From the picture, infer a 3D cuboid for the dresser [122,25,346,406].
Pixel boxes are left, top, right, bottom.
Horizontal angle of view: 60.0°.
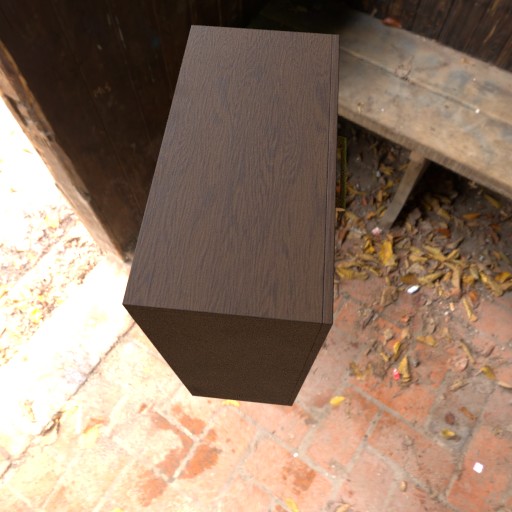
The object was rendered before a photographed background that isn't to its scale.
[{"bbox_3d":[0.000,0.000,1.797,0.516,1.320,0.964,5,63,3],"label":"dresser"}]
